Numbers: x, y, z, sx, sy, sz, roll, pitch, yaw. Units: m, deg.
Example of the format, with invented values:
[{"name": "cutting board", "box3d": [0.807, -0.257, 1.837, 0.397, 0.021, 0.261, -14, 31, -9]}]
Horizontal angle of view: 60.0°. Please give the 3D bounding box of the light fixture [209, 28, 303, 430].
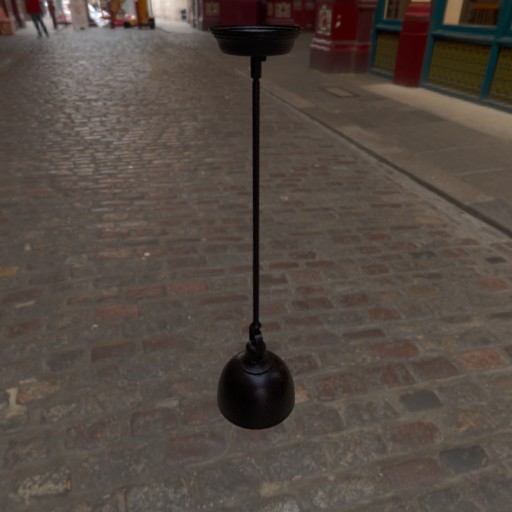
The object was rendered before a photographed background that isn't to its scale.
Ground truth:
[{"name": "light fixture", "box3d": [0.000, 0.000, 0.837, 0.182, 0.768, 0.182, -9, 32, -14]}]
